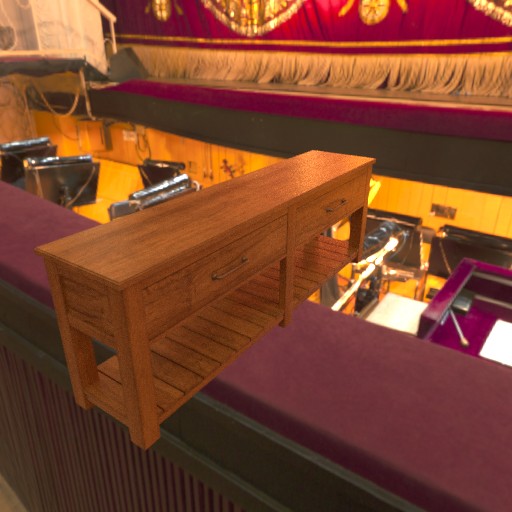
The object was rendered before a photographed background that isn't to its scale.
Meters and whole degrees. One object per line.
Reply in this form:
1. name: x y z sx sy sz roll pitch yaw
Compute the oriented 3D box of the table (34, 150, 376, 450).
1. table: 0.000 0.000 2.083 0.425 0.635 1.815 17 30 31
